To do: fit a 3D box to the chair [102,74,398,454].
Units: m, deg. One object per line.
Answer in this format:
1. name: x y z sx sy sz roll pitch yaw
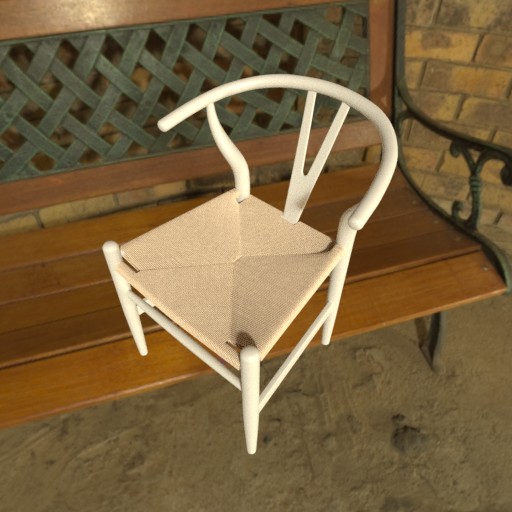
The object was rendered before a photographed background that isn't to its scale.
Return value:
1. chair: 0.000 0.000 1.150 0.569 0.730 0.579 32 53 28
